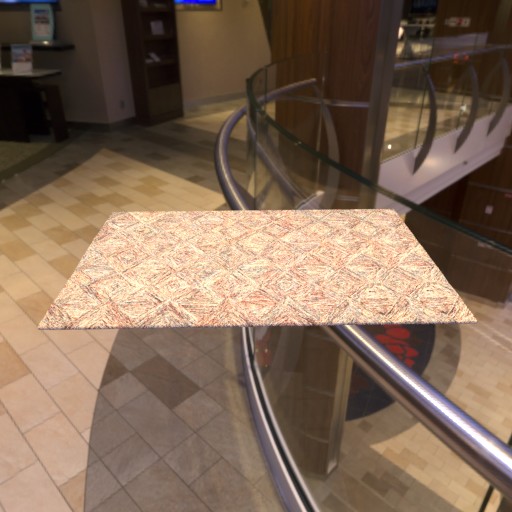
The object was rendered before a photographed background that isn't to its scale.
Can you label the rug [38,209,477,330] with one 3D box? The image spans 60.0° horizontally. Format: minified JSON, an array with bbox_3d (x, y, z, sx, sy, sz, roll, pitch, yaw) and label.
[{"bbox_3d":[0.000,0.000,2.256,1.761,0.014,1.143,-1,29,-1],"label":"rug"}]
